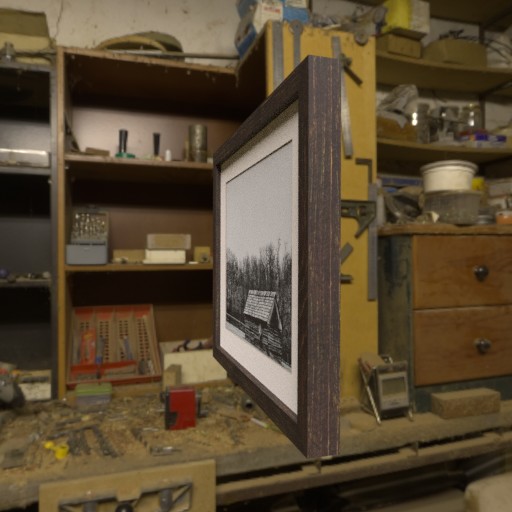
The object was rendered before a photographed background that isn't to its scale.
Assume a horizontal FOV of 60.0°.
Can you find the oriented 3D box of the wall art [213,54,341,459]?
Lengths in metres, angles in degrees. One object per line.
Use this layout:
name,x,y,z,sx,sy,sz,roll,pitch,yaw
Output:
wall art,0.000,0.000,0.548,0.031,0.330,0.381,0,0,-17
